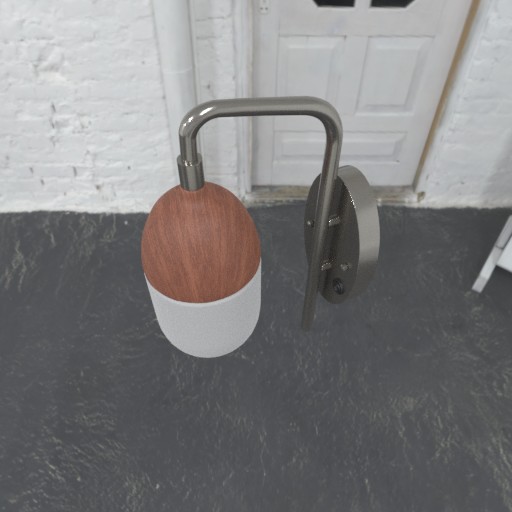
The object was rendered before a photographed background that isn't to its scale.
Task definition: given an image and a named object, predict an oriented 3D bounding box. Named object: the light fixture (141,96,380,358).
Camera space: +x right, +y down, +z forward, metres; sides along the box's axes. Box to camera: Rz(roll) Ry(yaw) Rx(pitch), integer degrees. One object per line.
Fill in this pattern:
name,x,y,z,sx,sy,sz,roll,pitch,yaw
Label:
light fixture,0.000,0.000,0.439,0.216,0.343,0.108,-18,50,-16
